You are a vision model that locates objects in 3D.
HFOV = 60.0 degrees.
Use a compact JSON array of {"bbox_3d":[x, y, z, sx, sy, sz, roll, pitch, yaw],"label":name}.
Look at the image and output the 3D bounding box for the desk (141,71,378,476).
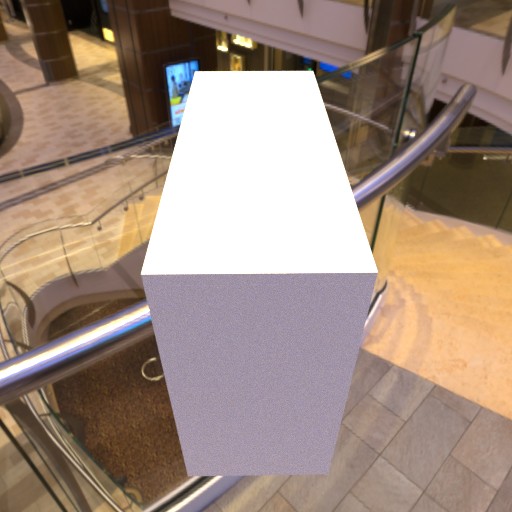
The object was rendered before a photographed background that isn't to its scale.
[{"bbox_3d":[0.000,0.000,1.384,0.400,0.790,1.000,0,41,-1],"label":"desk"}]
